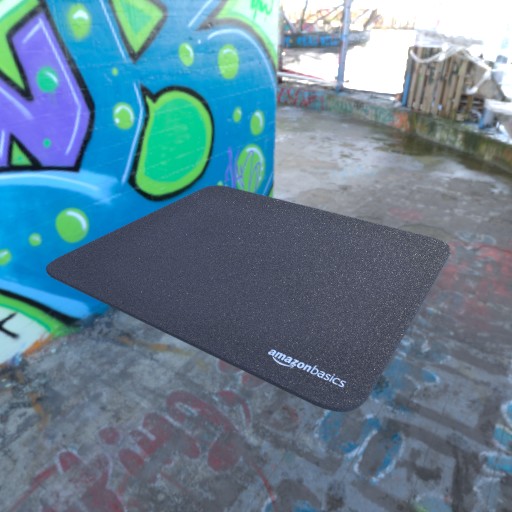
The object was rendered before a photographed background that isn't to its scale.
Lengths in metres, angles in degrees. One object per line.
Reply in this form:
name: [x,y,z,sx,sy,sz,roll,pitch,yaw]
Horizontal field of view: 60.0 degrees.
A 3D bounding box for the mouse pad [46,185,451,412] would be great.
mouse pad: [0.000,0.000,0.342,0.249,0.002,0.211,18,35,29]
